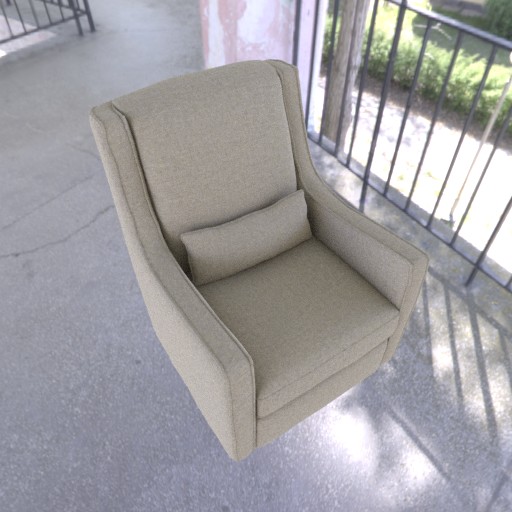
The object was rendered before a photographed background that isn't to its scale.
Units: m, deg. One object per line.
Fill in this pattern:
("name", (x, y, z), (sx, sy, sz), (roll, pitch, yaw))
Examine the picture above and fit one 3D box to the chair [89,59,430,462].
("chair", (0.000, 0.000, 1.520), (0.732, 0.993, 0.879), (-25, 51, -23))
